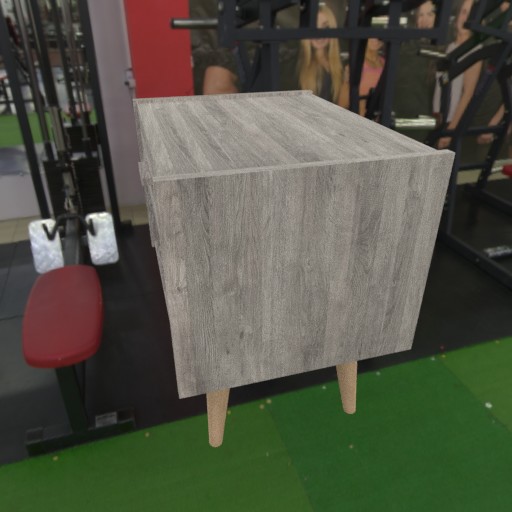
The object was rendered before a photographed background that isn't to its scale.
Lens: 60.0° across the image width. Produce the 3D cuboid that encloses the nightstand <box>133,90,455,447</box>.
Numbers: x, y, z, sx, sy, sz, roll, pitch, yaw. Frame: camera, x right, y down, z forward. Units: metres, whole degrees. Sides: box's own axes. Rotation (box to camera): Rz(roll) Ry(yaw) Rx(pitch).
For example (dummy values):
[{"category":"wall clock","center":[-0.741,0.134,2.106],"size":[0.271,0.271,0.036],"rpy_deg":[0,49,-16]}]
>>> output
[{"category":"nightstand","center":[0.000,0.000,0.832],"size":[0.380,0.500,0.480],"rpy_deg":[-8,31,-14]}]
